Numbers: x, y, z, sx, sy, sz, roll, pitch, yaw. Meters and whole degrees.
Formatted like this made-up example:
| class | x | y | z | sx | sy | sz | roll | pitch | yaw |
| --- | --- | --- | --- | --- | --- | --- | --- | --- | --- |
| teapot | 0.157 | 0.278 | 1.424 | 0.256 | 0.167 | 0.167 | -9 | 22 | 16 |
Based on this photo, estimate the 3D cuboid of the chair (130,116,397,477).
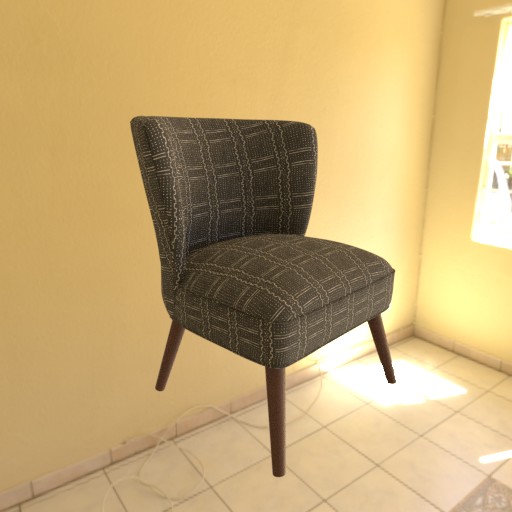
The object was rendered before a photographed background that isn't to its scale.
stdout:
| class | x | y | z | sx | sy | sz | roll | pitch | yaw |
| --- | --- | --- | --- | --- | --- | --- | --- | --- | --- |
| chair | 0.000 | 0.000 | 1.425 | 0.758 | 0.866 | 0.710 | 14 | 21 | 42 |
